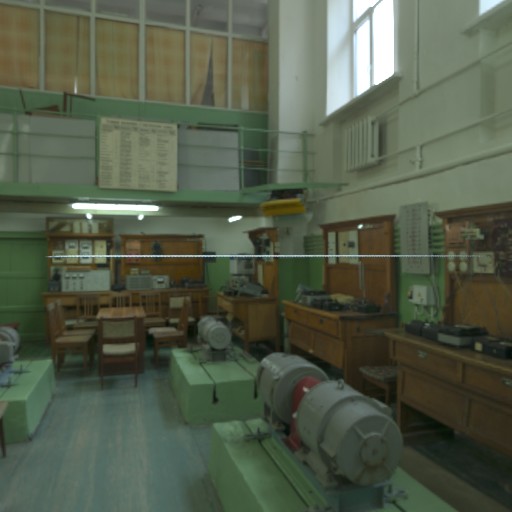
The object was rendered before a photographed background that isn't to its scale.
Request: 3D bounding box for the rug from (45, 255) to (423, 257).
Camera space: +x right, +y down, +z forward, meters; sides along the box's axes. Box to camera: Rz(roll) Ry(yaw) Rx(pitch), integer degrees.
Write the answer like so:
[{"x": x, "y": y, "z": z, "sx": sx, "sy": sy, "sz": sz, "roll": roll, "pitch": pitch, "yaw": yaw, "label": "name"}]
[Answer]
[{"x": 0.000, "y": 0.000, "z": 2.273, "sx": 1.835, "sy": 0.003, "sz": 1.206, "roll": 0, "pitch": 0, "yaw": -19, "label": "rug"}]
